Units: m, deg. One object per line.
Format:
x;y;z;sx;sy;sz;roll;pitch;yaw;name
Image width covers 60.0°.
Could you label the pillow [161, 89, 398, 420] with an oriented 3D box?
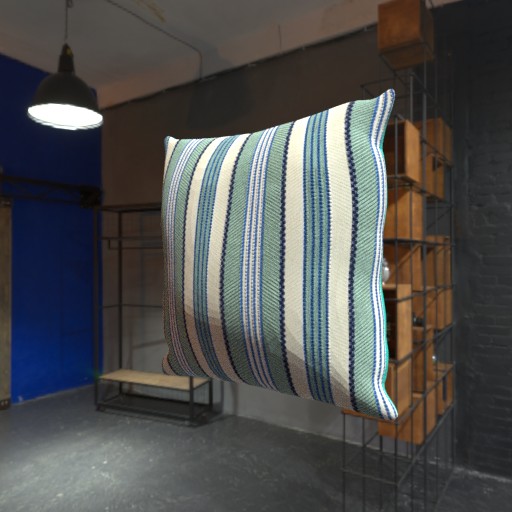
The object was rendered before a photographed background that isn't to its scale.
0.000;0.000;0.694;0.440;0.441;0.182;0;0;36;pillow
